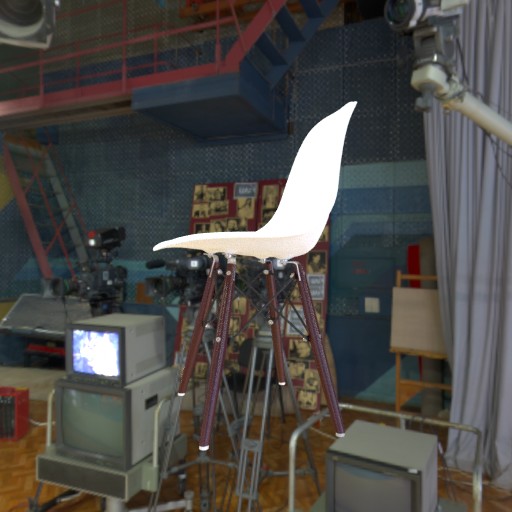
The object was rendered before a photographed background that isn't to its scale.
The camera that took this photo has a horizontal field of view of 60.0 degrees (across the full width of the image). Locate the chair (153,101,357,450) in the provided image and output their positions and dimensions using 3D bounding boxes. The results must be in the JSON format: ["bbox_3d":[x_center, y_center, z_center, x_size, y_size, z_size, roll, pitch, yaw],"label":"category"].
[{"bbox_3d":[0.000,0.000,1.183,0.533,0.826,0.470,0,0,-17],"label":"chair"}]
